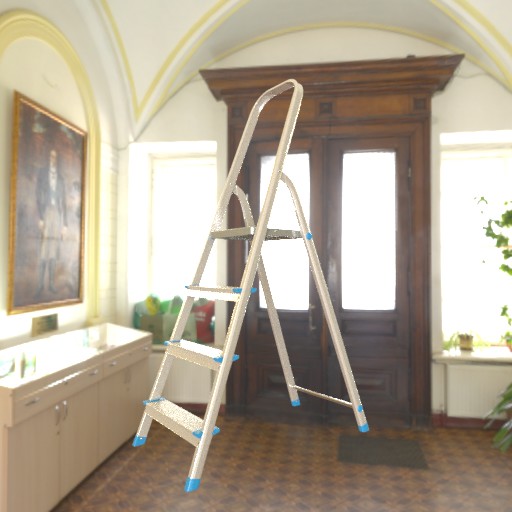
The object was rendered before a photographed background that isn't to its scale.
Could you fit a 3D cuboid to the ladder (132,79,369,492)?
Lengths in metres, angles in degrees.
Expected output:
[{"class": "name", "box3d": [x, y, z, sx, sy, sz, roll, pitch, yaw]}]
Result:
[{"class": "ladder", "box3d": [0.000, 0.000, 1.770, 0.842, 1.434, 0.445, 1, -2, -37]}]
